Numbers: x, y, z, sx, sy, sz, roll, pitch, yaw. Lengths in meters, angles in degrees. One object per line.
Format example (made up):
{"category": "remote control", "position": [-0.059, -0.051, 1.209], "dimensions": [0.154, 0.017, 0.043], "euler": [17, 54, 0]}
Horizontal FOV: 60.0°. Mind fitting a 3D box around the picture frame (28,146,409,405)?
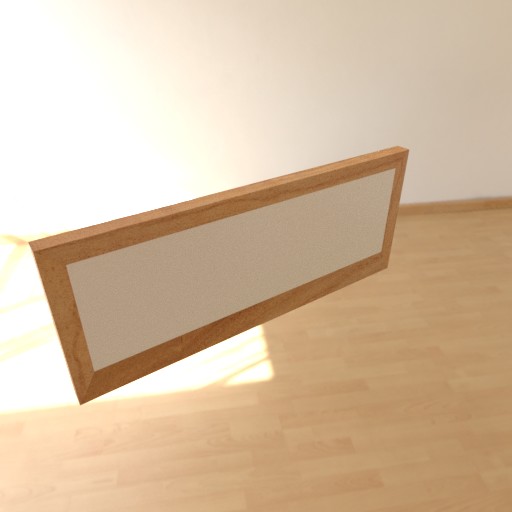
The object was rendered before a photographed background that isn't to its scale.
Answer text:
{"category": "picture frame", "position": [0.000, 0.000, 0.670], "dimensions": [0.582, 0.234, 0.045], "euler": [-20, 37, -29]}
